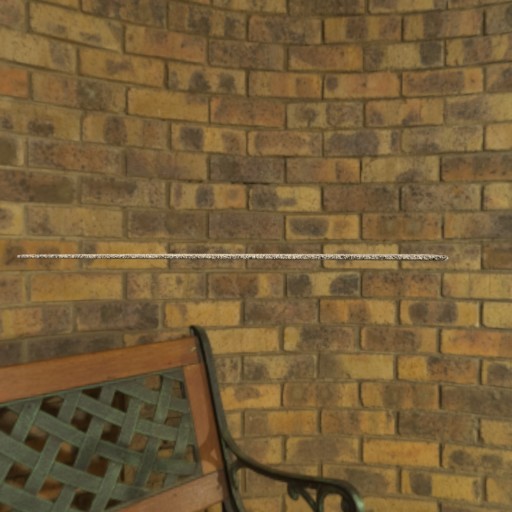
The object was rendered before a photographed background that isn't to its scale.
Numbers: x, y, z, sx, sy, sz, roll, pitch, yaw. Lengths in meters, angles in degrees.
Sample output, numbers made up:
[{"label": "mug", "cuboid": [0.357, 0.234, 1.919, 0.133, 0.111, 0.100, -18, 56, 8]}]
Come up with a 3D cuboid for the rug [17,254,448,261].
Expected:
[{"label": "rug", "cuboid": [0.000, 0.000, 4.031, 3.047, 0.029, 2.438, 0, 0, 19]}]
